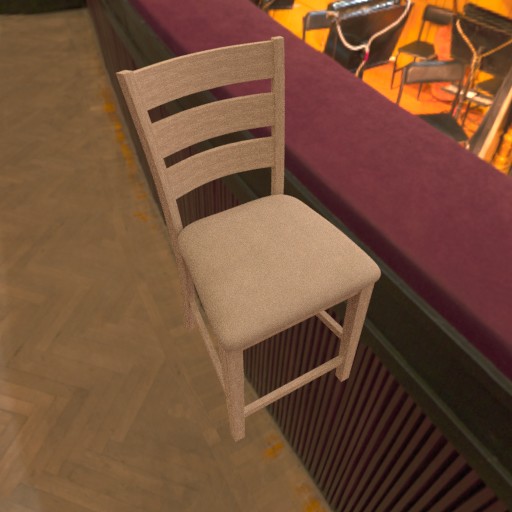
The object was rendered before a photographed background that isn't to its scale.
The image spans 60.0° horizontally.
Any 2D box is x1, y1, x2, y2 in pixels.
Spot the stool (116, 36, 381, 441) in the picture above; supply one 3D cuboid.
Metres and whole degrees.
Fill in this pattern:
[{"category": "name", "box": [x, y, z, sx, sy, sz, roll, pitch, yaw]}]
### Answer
[{"category": "stool", "box": [0.000, 0.000, 1.320, 0.484, 1.032, 0.569, -23, 50, -20]}]
